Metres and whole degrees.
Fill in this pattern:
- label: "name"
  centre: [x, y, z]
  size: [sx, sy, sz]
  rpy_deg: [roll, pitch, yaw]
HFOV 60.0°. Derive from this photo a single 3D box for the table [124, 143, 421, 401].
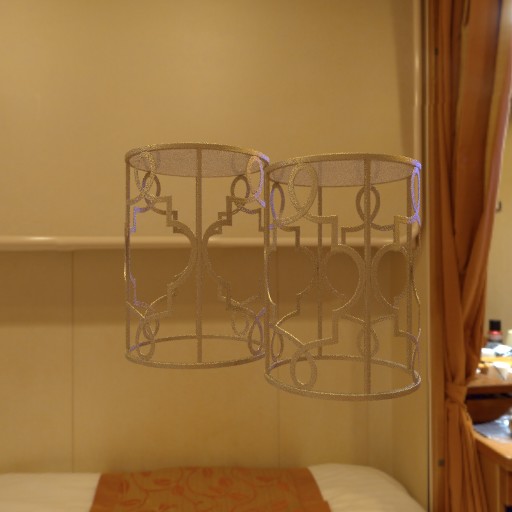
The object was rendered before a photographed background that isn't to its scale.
- label: "table"
  centre: [0.000, 0.000, 1.186]
  size: [0.846, 0.564, 0.420]
  rpy_deg: [0, 0, 37]
